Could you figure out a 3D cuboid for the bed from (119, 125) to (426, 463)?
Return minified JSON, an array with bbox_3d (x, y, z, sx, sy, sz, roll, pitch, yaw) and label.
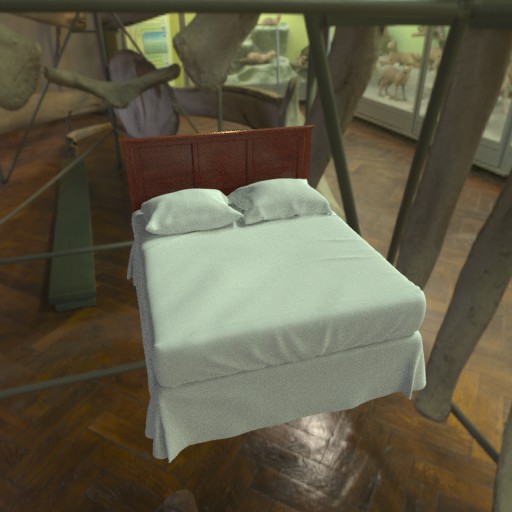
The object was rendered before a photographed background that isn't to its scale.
[{"bbox_3d":[0.000,0.000,3.166,1.870,1.270,2.050,-9,31,-15],"label":"bed"}]
